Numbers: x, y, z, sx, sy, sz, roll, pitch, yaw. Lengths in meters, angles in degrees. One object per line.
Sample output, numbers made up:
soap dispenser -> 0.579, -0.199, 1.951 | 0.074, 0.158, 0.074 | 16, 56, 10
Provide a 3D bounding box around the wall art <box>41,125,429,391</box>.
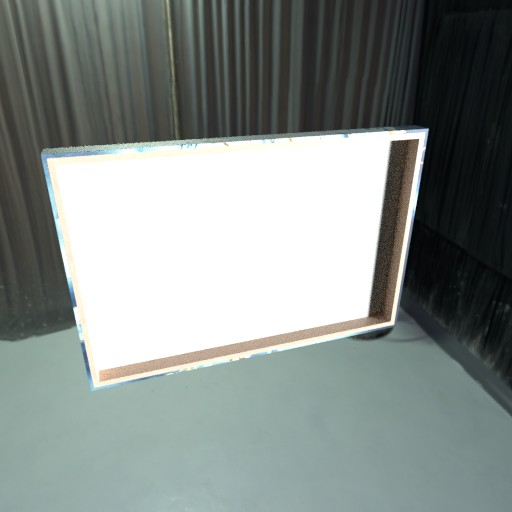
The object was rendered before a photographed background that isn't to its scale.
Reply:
wall art -> 0.000, 0.000, 0.772 | 0.607, 0.405, 0.036 | -8, 27, -16
